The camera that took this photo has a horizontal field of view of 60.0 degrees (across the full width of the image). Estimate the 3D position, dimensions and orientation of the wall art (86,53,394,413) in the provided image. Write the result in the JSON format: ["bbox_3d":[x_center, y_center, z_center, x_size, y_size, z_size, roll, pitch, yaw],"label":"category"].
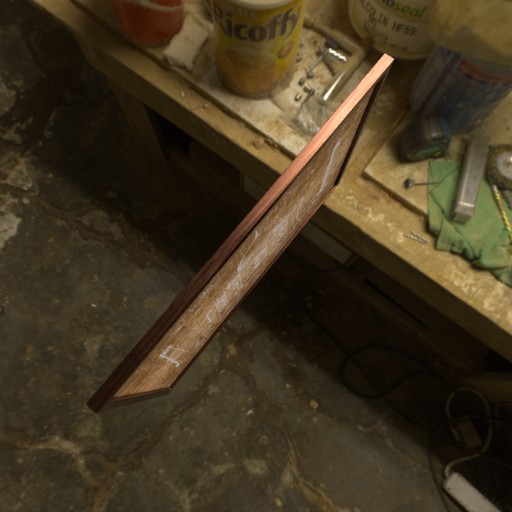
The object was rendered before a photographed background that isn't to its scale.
[{"bbox_3d":[0.000,0.000,0.551,0.012,0.304,0.431,38,79,9],"label":"wall art"}]
